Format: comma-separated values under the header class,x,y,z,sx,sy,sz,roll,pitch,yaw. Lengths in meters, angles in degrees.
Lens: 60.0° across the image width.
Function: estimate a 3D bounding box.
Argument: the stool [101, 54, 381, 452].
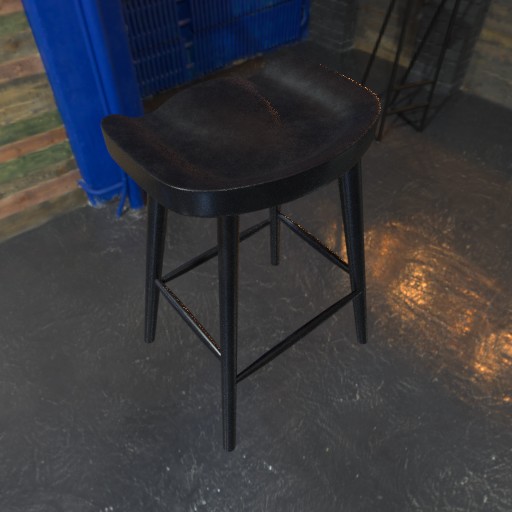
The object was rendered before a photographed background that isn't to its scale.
class,x,y,z,sx,sy,sz,roll,pitch,yaw
stool,0.000,0.000,0.886,0.440,0.615,0.361,-30,54,-26
